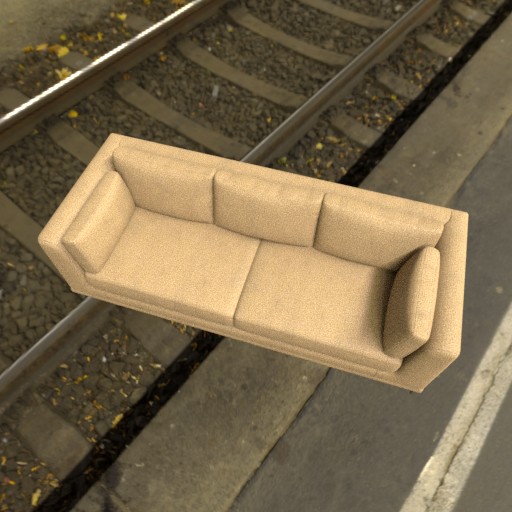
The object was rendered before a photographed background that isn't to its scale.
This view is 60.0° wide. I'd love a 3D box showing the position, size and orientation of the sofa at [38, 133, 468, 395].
[{"bbox_3d":[0.000,0.000,2.898,2.415,0.867,0.969,14,58,9],"label":"sofa"}]
